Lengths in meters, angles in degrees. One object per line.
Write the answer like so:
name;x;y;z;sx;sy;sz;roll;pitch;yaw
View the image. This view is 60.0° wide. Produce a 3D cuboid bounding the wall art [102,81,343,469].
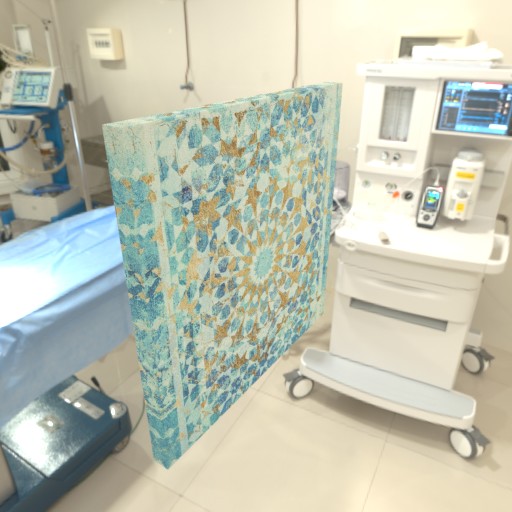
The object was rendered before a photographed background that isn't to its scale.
wall art;0.000;0.000;0.898;0.040;0.609;0.609;18;32;31
